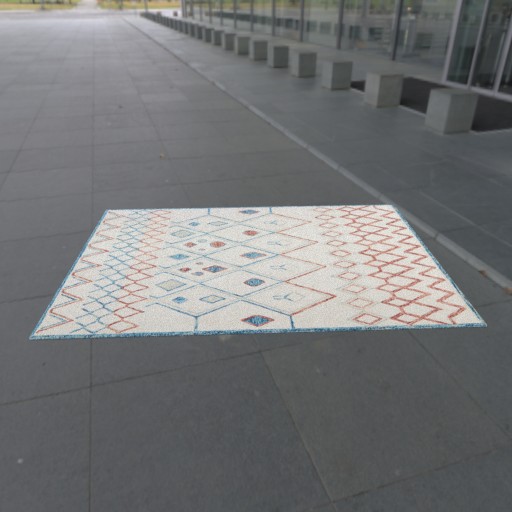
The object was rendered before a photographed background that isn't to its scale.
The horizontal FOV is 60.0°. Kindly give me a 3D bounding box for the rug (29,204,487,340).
[{"bbox_3d":[0.000,0.000,2.291,1.829,0.016,1.219,-1,30,-2],"label":"rug"}]
